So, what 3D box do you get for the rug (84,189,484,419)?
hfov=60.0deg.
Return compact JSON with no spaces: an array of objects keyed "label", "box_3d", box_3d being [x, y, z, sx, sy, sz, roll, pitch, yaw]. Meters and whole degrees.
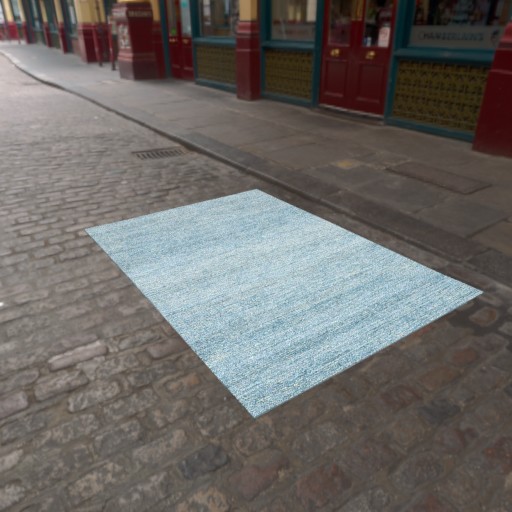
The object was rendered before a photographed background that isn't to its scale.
[{"label":"rug","box_3d":[0.000,0.000,2.943,1.611,0.026,2.260,-18,32,-31]}]
